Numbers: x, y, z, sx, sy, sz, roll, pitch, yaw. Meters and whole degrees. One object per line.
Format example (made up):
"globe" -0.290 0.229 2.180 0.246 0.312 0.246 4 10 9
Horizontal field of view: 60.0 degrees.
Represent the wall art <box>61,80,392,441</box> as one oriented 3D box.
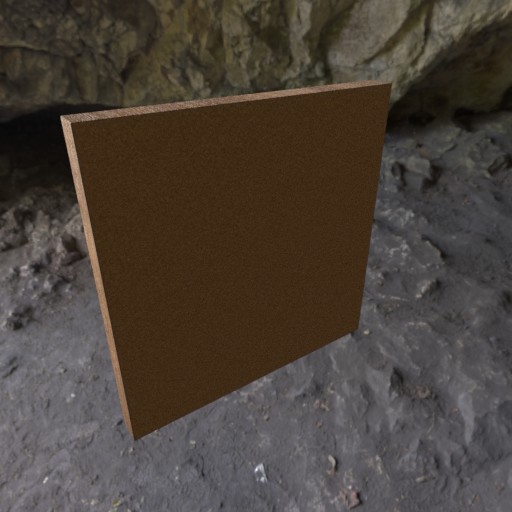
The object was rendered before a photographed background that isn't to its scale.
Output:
"wall art" 0.000 0.000 0.587 0.406 0.403 0.039 -19 34 -30
